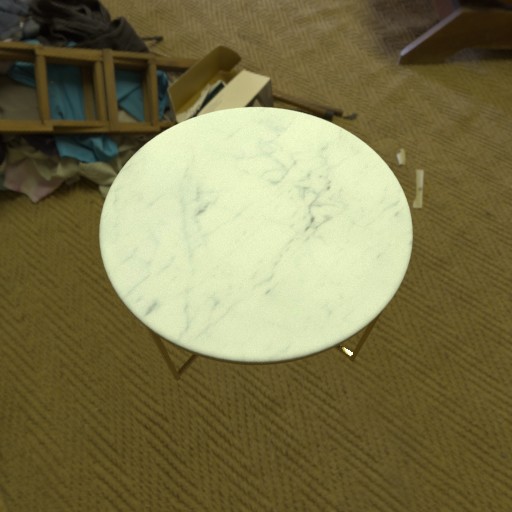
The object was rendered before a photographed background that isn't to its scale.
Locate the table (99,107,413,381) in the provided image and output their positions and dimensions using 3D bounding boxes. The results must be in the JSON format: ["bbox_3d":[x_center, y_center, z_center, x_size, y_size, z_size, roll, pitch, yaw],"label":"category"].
[{"bbox_3d":[0.000,0.000,1.337,0.800,0.450,0.800,0,59,0],"label":"table"}]
